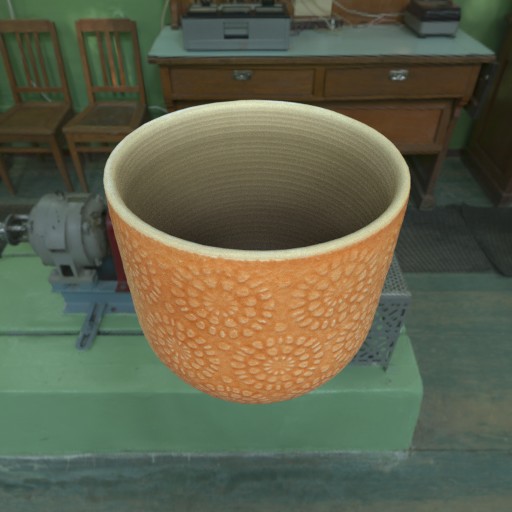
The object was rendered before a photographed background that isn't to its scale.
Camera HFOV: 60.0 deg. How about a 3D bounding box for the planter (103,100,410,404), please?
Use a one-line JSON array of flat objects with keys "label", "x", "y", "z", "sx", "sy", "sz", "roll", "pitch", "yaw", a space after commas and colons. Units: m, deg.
[{"label": "planter", "x": 0.000, "y": 0.000, "z": 0.293, "sx": 0.170, "sy": 0.152, "sz": 0.170, "roll": 0, "pitch": 42, "yaw": 0}]
